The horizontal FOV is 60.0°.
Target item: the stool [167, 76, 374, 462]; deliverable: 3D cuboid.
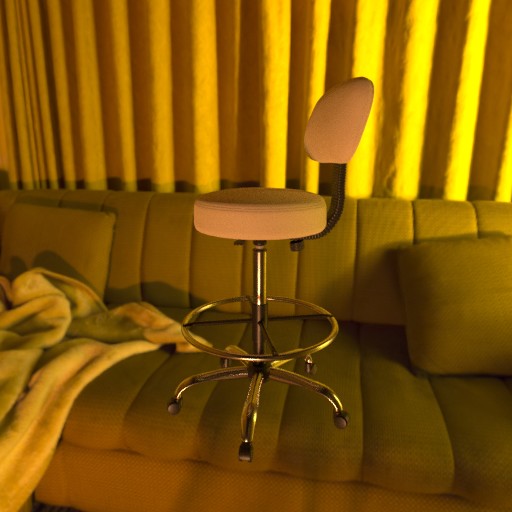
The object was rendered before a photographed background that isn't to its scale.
[{"bbox_3d":[0.000,0.000,1.432,0.616,1.080,0.609,-2,14,-9],"label":"stool"}]
